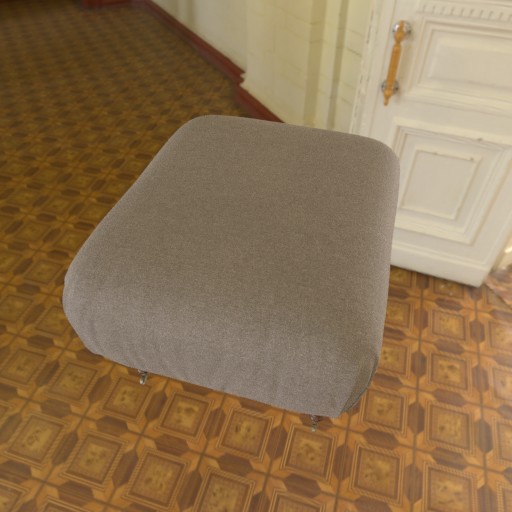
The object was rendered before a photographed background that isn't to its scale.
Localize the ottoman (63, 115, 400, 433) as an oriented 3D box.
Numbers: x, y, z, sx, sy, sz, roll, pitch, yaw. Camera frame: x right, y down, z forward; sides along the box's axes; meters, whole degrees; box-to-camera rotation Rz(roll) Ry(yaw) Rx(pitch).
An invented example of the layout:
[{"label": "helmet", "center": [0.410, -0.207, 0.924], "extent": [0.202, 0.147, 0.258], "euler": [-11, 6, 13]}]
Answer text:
[{"label": "ottoman", "center": [0.000, 0.000, 1.116], "extent": [0.622, 0.450, 0.747], "euler": [12, 47, 11]}]
